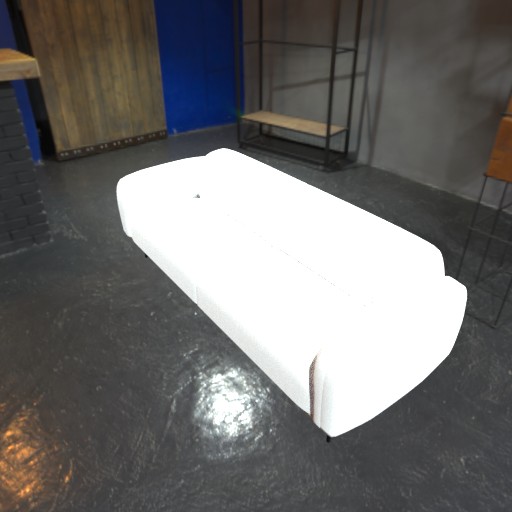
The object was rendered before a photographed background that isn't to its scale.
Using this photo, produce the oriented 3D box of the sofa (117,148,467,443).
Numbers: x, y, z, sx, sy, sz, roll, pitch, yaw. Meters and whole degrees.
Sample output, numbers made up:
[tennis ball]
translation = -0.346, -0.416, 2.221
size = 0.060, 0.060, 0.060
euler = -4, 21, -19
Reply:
[sofa]
translation = 0.000, 0.000, 2.657
size = 0.870, 0.780, 2.280
euler = -21, 37, -30
